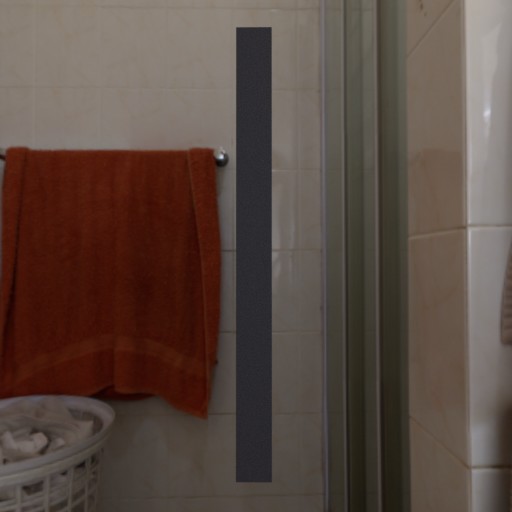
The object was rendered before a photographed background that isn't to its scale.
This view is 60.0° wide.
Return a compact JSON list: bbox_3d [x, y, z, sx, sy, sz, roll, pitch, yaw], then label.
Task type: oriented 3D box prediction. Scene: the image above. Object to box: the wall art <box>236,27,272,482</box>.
[{"bbox_3d":[0.000,0.000,0.750,0.040,0.509,0.509,0,-1,1],"label":"wall art"}]
